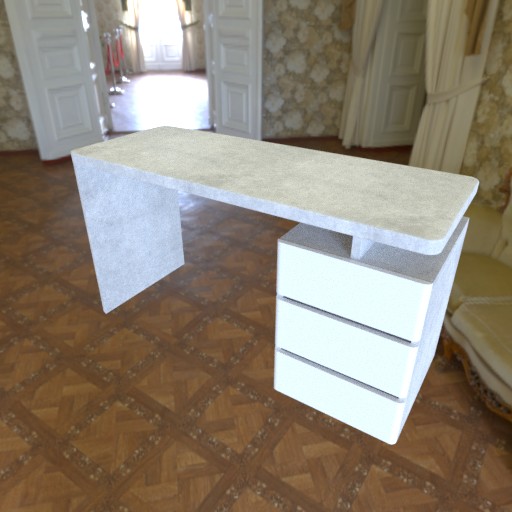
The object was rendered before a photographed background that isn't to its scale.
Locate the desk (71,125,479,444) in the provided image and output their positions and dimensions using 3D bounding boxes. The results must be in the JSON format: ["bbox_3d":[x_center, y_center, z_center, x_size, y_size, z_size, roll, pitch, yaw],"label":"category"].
[{"bbox_3d":[0.000,0.000,1.763,1.400,0.755,0.550,18,34,28],"label":"desk"}]
